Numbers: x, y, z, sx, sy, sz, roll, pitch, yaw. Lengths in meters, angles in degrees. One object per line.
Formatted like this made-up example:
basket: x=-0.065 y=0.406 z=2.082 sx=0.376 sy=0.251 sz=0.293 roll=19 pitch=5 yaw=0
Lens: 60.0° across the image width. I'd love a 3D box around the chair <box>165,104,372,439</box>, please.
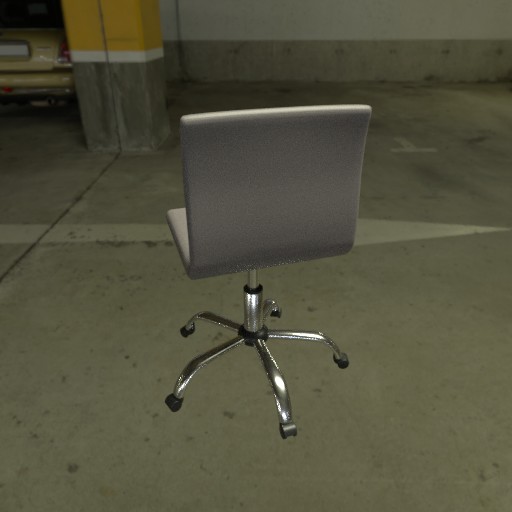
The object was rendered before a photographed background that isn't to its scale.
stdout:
chair: x=0.000 y=0.000 z=1.145 sx=0.556 sy=0.780 sz=0.530 roll=-9 pitch=29 yaw=-17
